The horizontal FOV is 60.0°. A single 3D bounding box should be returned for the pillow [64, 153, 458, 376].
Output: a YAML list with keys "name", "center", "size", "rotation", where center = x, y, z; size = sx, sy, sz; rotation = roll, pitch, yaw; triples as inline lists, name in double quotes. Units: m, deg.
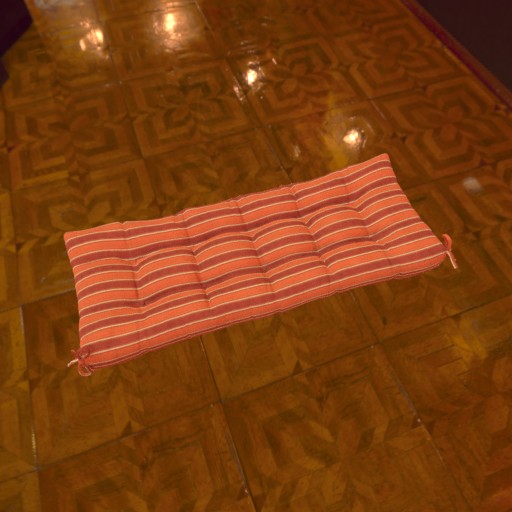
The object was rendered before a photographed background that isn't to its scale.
- name: "pillow"
  center: [0.000, 0.000, 1.374]
  size: [1.194, 0.174, 0.511]
  rotation: [-15, 59, -9]
